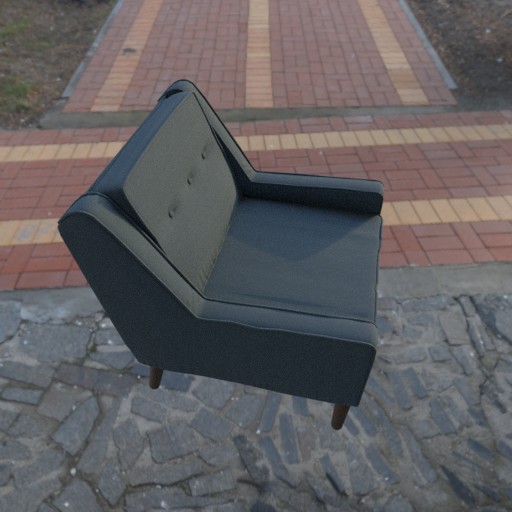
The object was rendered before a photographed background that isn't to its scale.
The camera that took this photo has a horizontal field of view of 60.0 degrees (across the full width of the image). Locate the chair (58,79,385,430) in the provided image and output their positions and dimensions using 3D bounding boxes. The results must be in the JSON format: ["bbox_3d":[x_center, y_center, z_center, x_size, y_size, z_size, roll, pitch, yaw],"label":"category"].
[{"bbox_3d":[0.000,0.000,1.333,0.733,0.780,0.663,9,46,9],"label":"chair"}]
